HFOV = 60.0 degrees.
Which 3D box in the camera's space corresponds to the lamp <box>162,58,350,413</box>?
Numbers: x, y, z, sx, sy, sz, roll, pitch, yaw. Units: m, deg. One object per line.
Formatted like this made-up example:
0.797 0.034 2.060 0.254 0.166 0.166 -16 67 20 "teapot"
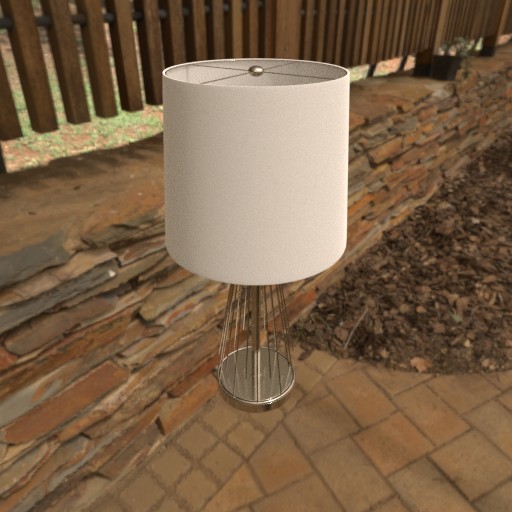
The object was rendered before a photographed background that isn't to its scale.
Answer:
0.000 0.000 0.777 0.303 0.618 0.303 0 31 0 "lamp"
